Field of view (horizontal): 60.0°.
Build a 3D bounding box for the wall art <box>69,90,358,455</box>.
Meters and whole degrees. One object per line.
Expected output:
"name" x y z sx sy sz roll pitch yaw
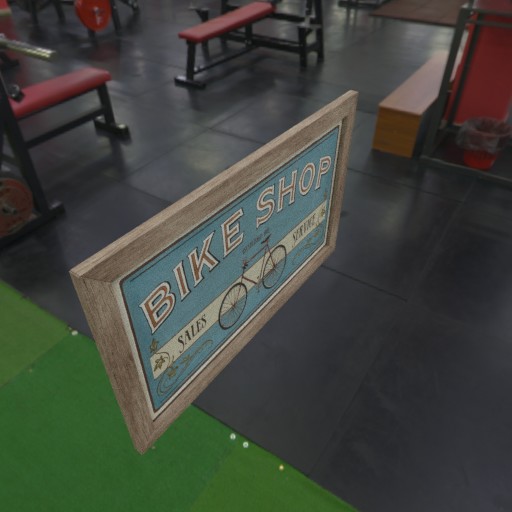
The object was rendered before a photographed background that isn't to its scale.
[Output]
"wall art" 0.000 0.000 0.955 0.021 0.480 0.780 26 47 27
